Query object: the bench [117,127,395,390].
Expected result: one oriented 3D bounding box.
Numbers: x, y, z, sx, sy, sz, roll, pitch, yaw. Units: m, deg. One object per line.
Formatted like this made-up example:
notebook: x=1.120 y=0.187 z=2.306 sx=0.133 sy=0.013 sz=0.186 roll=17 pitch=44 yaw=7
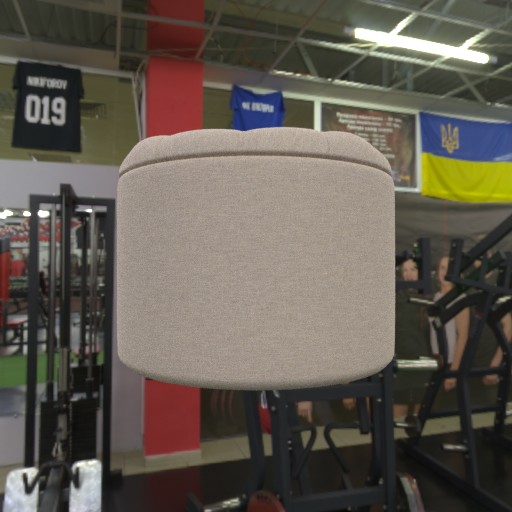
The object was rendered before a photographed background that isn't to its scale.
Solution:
bench: x=0.000 y=0.000 z=1.002 sx=0.600 sy=0.454 sz=0.600 roll=0 pitch=-1 yaw=0
